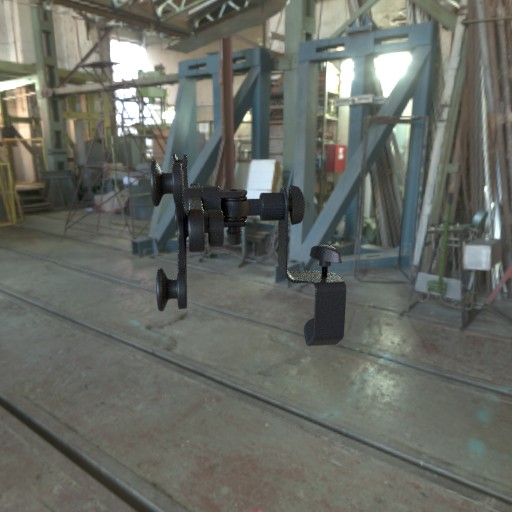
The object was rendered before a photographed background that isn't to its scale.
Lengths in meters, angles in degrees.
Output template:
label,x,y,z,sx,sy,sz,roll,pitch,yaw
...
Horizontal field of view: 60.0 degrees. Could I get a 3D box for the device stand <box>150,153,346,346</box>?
label,x,y,z,sx,sy,sz,roll,pitch,yaw
device stand,0.000,0.000,0.374,0.142,0.166,0.270,-2,14,-8
